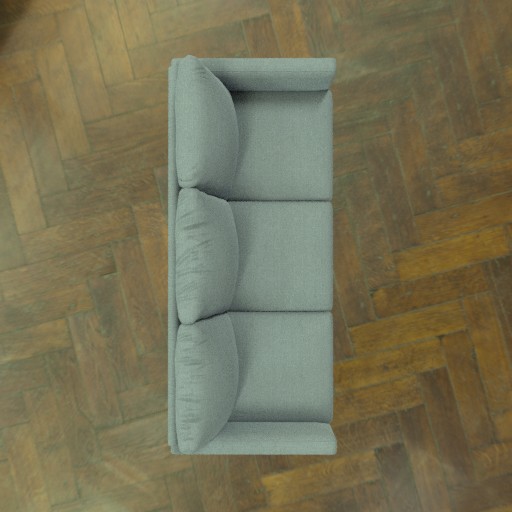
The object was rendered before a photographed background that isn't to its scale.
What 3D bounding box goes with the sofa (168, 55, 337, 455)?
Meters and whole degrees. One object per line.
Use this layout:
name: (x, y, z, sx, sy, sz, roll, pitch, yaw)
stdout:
sofa: (0.000, 0.000, 2.374, 0.850, 0.830, 2.000, 0, 90, 0)
